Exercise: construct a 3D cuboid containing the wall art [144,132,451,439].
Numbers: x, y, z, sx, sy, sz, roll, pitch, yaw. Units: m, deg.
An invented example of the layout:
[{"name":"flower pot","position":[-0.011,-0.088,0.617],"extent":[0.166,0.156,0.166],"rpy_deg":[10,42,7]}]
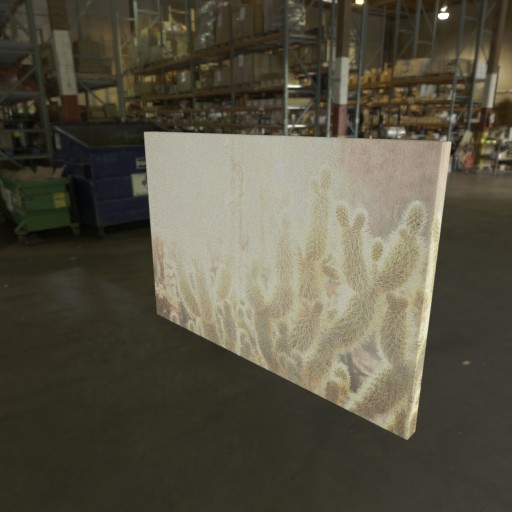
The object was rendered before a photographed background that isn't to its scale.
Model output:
[{"name":"wall art","position":[0.000,0.000,1.158],"extent":[0.916,0.608,0.040],"rpy_deg":[16,23,41]}]
